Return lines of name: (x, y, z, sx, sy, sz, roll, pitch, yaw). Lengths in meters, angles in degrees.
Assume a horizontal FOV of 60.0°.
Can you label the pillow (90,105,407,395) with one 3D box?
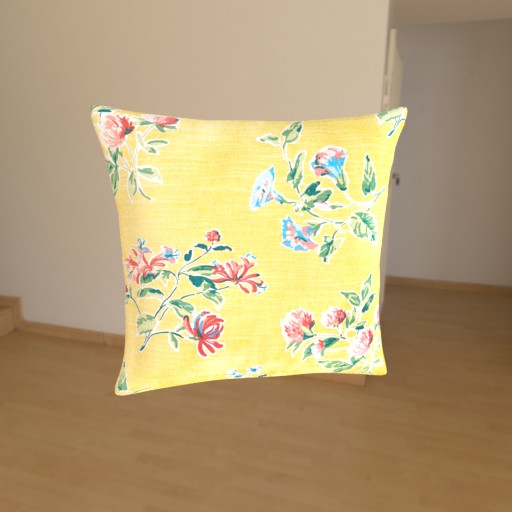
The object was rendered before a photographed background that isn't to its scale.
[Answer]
pillow: (0.000, 0.000, 0.789, 0.525, 0.508, 0.166, -2, 16, -8)
